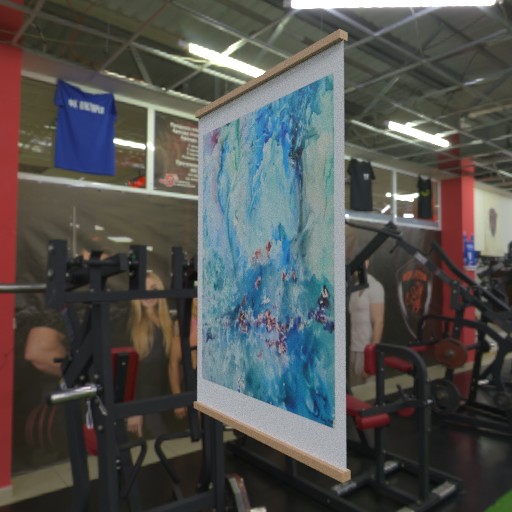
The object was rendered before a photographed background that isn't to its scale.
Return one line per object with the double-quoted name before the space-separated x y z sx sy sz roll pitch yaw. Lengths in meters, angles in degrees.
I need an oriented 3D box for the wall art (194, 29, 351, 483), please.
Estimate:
"wall art" 0.000 0.000 0.636 0.013 0.510 0.335 1 -2 -37
